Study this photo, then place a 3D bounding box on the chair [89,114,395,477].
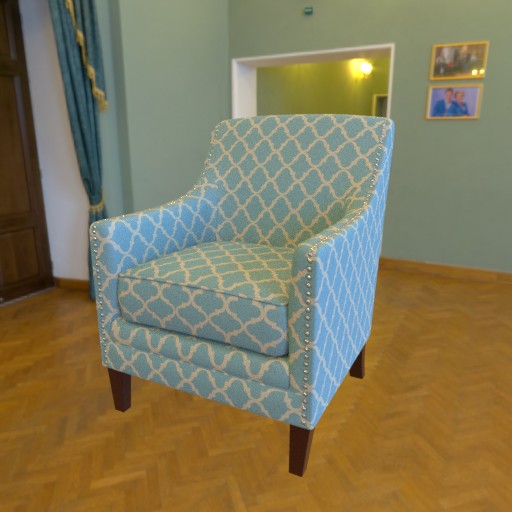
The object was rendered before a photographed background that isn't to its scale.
[{"bbox_3d":[0.000,0.000,1.302,0.617,0.817,0.686,8,17,26],"label":"chair"}]
